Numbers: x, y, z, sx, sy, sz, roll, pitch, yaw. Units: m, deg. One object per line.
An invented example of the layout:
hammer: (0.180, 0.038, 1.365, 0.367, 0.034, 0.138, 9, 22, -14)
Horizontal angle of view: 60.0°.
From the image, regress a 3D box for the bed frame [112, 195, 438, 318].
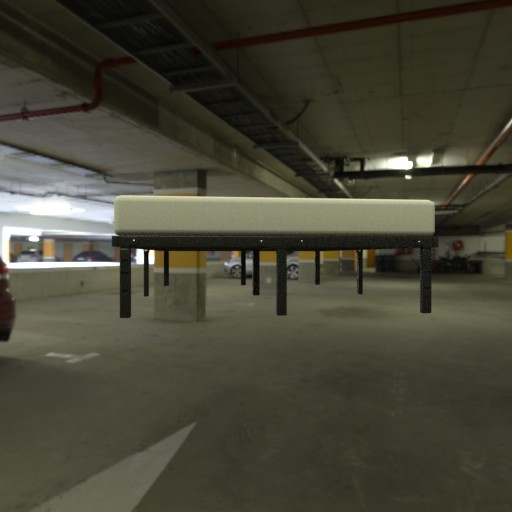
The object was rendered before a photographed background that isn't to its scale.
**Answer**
bed frame: (0.000, 0.000, 3.840, 2.205, 0.680, 2.842, 0, 0, 1)
